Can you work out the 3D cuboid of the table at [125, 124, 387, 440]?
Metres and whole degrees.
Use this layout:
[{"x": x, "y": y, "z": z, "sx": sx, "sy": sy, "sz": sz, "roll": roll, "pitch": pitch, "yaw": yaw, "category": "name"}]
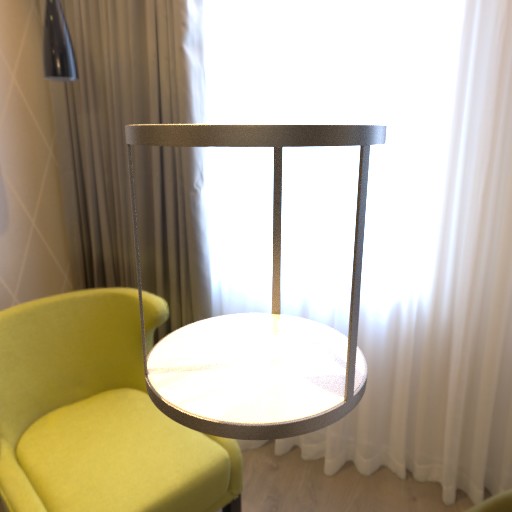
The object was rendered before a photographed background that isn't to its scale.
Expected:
[{"x": 0.000, "y": 0.000, "z": 0.847, "sx": 0.445, "sy": 0.479, "sz": 0.445, "roll": 0, "pitch": 16, "yaw": 0, "category": "table"}]
